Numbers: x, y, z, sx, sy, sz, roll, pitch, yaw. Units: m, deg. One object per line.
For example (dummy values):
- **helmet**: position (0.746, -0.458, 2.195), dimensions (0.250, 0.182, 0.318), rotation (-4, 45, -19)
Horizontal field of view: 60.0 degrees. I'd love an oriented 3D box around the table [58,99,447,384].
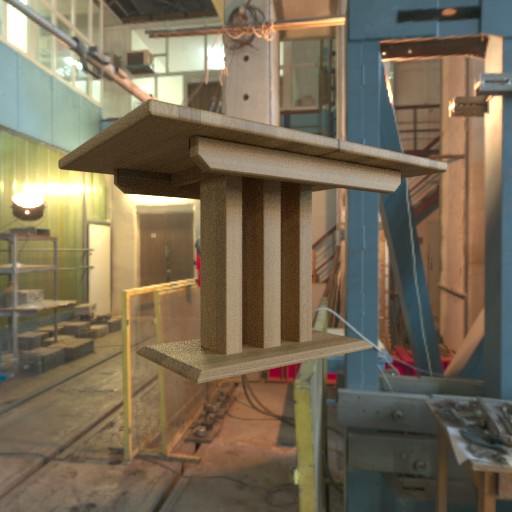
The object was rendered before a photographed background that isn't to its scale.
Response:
- **table**: position (0.000, 0.000, 1.798), dimensions (1.300, 0.770, 0.900), rotation (-1, 1, -37)
